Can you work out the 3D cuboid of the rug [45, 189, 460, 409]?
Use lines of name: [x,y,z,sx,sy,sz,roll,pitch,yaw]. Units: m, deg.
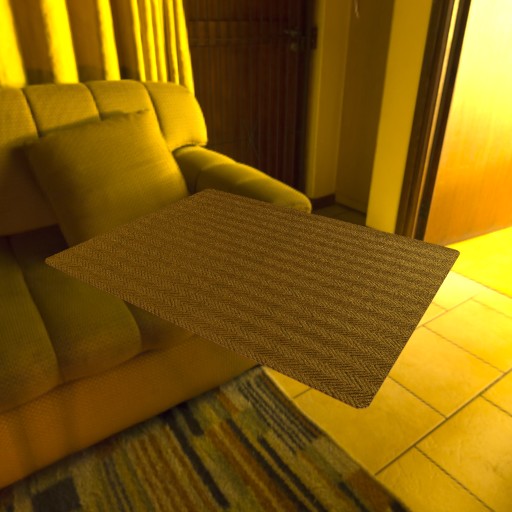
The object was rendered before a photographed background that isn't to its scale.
rug: [0.000,0.000,4.248,3.207,0.014,2.439,18,33,30]
